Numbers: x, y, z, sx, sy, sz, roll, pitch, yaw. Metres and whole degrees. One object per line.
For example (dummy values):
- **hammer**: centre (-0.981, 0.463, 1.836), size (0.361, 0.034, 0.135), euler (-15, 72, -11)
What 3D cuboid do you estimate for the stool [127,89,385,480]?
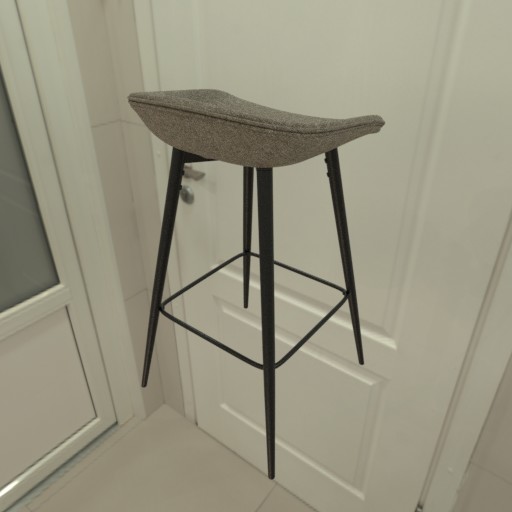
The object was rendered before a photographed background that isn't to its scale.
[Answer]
- **stool**: centre (0.000, 0.000, 1.102), size (0.469, 0.814, 0.480), euler (22, 37, 32)
